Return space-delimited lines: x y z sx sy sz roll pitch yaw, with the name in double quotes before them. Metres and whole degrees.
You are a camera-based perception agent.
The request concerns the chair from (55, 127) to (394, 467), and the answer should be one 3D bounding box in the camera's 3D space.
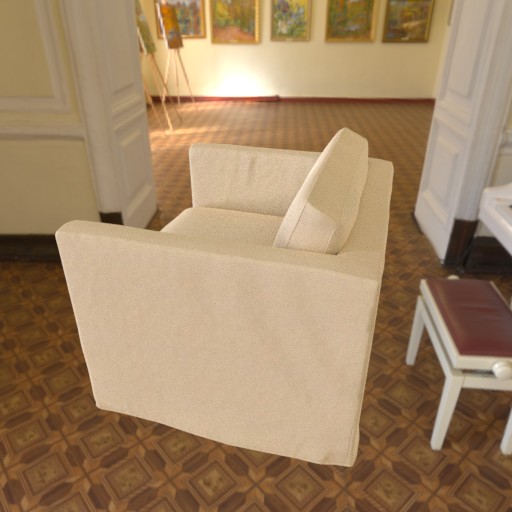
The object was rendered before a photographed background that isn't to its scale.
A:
"chair" 0.000 0.000 1.715 0.947 0.851 1.057 8 30 15
